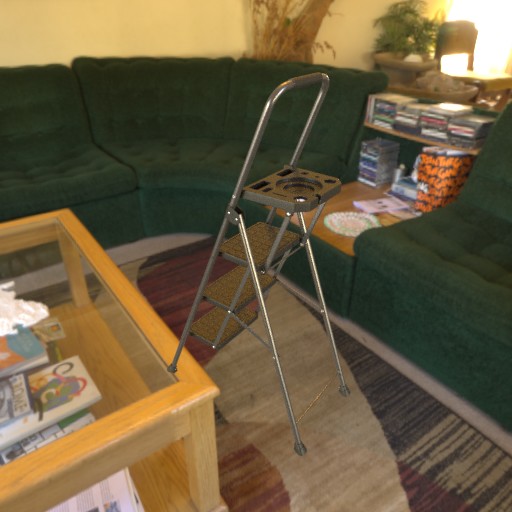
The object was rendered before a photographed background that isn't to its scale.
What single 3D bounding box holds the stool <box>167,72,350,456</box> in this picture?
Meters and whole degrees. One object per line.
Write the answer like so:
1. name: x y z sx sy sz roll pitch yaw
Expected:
1. stool: 0.000 0.000 1.636 0.733 1.277 0.396 21 36 32
